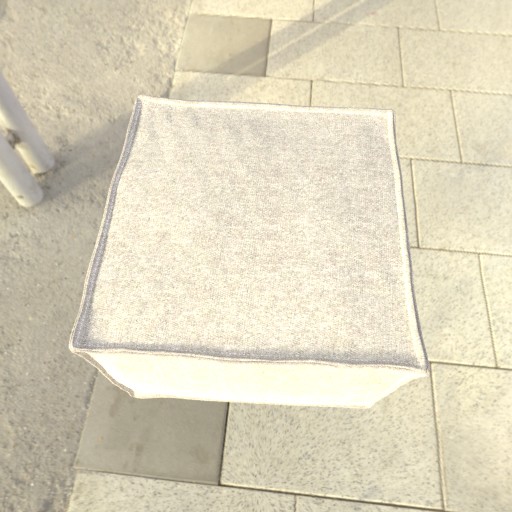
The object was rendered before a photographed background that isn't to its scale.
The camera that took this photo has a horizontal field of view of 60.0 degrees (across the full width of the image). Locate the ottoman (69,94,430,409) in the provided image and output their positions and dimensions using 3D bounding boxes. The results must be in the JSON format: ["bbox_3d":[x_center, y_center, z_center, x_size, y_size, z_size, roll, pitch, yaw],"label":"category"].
[{"bbox_3d":[0.000,0.000,1.159,0.696,0.470,0.707,3,62,2],"label":"ottoman"}]
